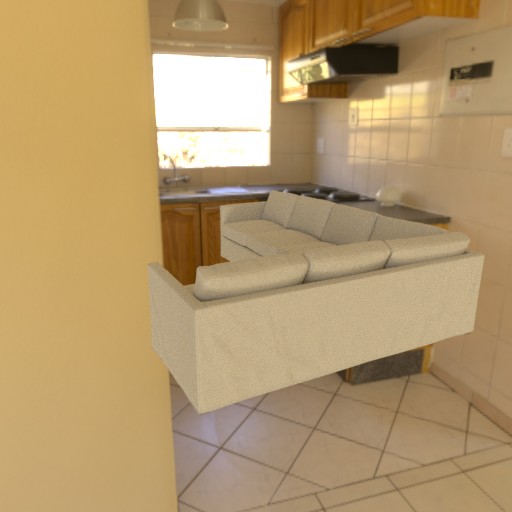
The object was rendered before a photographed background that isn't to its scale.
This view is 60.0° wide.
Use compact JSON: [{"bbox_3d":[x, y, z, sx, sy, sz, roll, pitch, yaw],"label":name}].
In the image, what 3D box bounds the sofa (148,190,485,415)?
[{"bbox_3d":[0.000,0.000,4.350,2.432,0.871,3.182,-8,18,-26],"label":"sofa"}]
